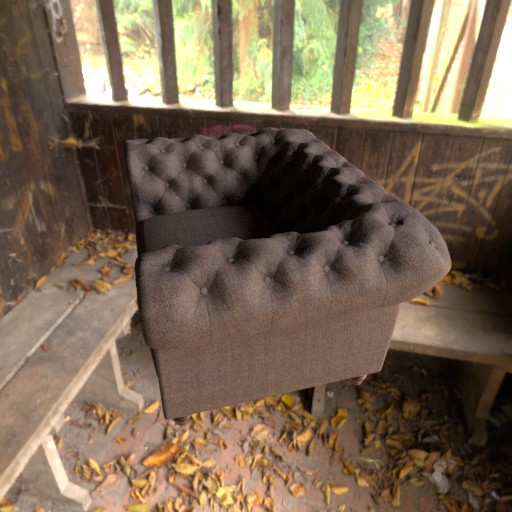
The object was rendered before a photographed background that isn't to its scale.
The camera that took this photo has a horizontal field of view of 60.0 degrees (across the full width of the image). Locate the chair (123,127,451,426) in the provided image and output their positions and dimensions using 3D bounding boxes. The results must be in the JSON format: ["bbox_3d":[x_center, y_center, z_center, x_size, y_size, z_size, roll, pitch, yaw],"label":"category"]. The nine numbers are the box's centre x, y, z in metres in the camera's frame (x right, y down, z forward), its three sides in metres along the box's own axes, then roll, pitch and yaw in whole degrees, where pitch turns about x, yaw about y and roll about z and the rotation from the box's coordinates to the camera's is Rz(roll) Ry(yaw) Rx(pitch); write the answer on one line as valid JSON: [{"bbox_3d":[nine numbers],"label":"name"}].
[{"bbox_3d":[0.000,0.000,1.837,0.945,0.780,1.298,-9,33,-13],"label":"chair"}]
